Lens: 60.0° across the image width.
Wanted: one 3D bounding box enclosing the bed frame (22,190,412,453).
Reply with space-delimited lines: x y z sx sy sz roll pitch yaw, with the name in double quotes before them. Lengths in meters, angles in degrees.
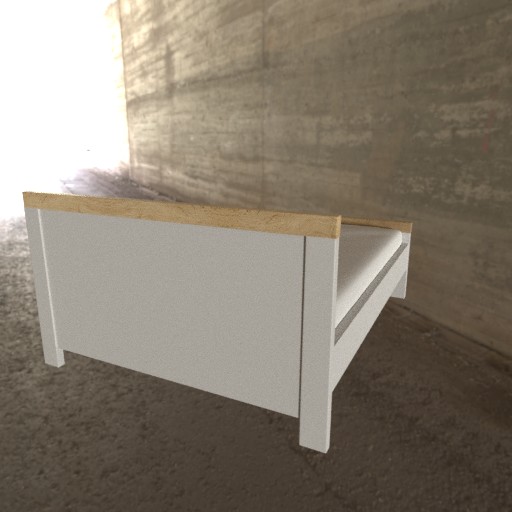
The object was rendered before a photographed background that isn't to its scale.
"bed frame" 0.000 0.000 2.927 1.670 0.980 2.050 7 17 26
